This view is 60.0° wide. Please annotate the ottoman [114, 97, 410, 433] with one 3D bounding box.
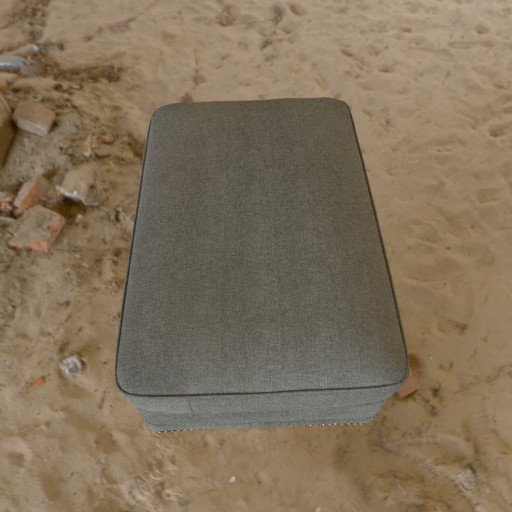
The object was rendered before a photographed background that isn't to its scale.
[{"bbox_3d":[0.000,0.000,1.147,0.561,0.457,0.813,-2,58,-1],"label":"ottoman"}]
